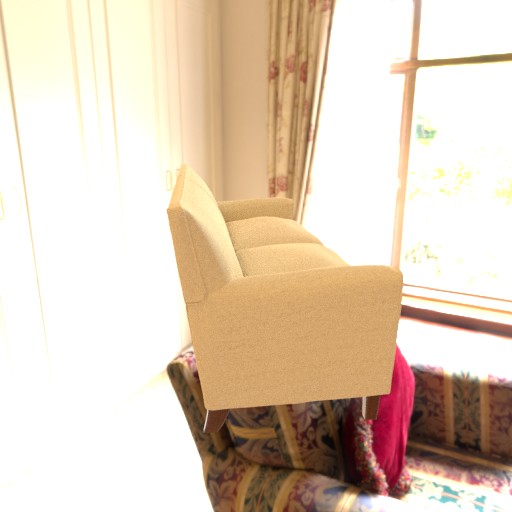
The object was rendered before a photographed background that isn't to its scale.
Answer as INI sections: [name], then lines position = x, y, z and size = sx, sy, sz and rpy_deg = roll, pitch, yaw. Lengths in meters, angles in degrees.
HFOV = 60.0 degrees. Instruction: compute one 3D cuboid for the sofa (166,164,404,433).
[sofa]
position = 0.000, 0.000, 2.488
size = 0.841, 0.907, 2.001
rpy_deg = -2, 16, -8
